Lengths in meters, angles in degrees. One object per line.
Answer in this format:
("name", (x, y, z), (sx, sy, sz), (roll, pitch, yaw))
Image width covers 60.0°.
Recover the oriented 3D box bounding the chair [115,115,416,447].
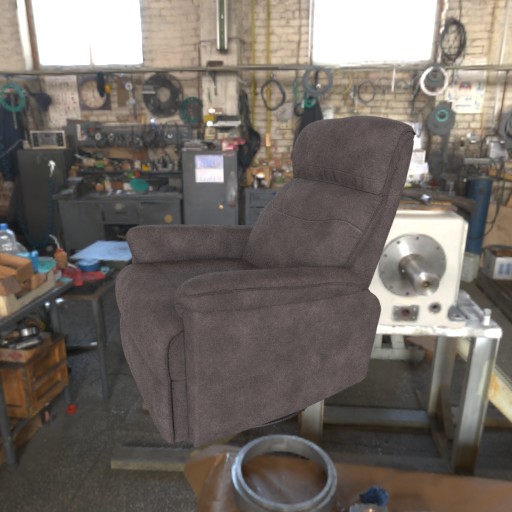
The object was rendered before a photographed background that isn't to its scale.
("chair", (0.000, 0.000, 1.707), (1.009, 1.035, 0.830), (-8, 19, -26))
